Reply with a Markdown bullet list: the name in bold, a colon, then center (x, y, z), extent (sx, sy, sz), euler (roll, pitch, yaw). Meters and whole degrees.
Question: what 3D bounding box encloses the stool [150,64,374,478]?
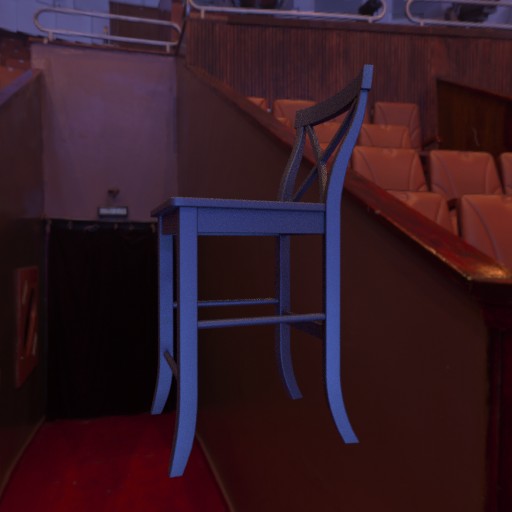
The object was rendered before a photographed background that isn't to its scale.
- **stool**: center (0.000, 0.000, 1.277), extent (0.559, 0.989, 0.452), euler (-1, 2, -19)
